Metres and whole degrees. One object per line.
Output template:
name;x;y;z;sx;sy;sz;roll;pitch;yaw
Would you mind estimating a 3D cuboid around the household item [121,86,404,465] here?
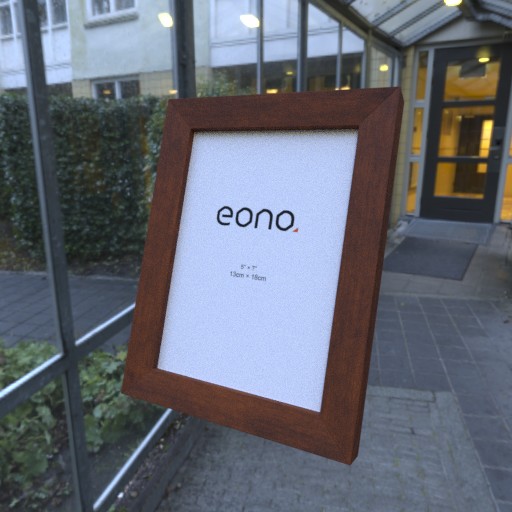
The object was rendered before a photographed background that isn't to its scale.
household item;0.000;0.000;0.289;0.160;0.204;0.096;7;16;25
